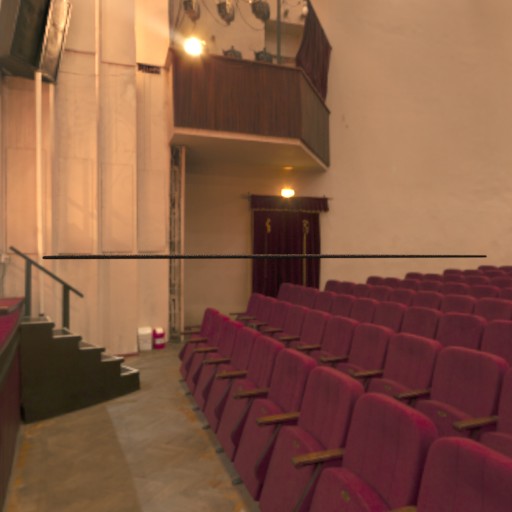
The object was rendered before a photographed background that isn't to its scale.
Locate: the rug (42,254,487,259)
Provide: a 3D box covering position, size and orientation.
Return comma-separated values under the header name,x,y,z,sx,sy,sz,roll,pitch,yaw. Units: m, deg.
name,x,y,z,sx,sy,sz,roll,pitch,yaw
rug,0.000,0.000,3.025,2.441,0.015,1.526,0,0,-18
